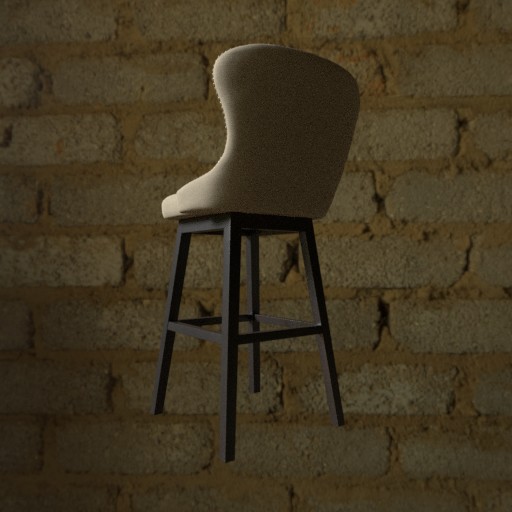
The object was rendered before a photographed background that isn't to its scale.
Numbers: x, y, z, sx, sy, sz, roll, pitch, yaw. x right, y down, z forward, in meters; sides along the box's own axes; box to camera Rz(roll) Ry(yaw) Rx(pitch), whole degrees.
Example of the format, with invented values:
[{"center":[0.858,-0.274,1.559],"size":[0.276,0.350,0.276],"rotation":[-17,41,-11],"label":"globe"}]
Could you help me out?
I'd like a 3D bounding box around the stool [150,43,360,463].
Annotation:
[{"center":[0.000,0.000,1.408],"size":[0.528,1.066,0.605],"rotation":[1,-1,-37],"label":"stool"}]
